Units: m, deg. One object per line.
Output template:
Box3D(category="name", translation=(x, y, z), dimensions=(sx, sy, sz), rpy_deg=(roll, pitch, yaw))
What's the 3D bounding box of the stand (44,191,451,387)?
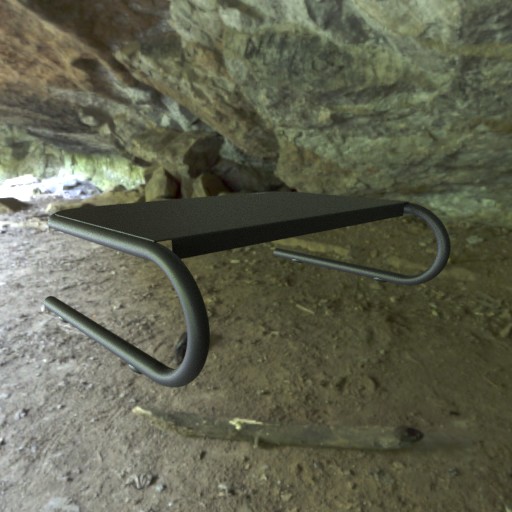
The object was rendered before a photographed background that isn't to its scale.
Box3D(category="stand", translation=(0.000, 0.000, 0.493), dimensions=(0.370, 0.108, 0.280), rpy_deg=(-12, 18, -42))
